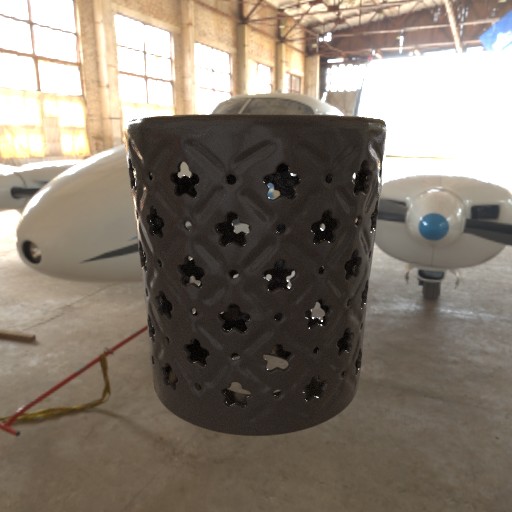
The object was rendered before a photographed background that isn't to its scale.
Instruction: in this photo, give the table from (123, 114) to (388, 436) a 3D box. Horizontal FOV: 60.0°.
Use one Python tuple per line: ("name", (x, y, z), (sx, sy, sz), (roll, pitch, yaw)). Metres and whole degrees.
("table", (0.000, 0.000, 0.653), (0.352, 0.387, 0.352), (0, 15, 0))
